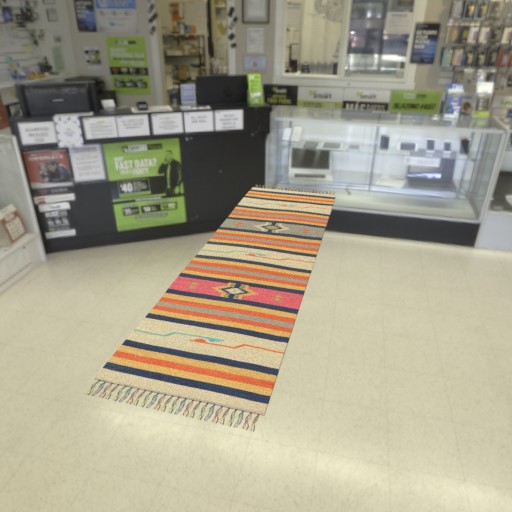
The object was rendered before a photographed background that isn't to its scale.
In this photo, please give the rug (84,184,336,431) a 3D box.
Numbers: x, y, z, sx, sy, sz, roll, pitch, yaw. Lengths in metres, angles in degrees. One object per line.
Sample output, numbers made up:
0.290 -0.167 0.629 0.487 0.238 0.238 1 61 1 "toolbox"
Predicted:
0.000 0.000 2.644 0.695 0.017 2.455 8 30 14 "rug"
